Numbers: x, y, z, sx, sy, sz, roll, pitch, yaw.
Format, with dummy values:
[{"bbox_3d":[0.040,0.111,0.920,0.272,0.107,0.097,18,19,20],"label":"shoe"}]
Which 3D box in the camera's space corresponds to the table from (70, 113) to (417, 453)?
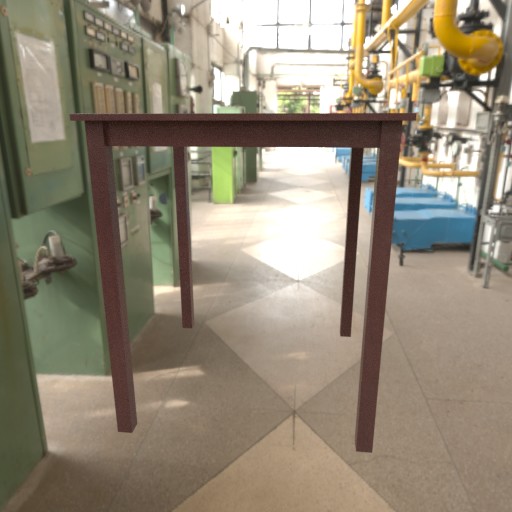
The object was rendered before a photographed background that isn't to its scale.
[{"bbox_3d":[0.000,0.000,1.640,0.861,0.991,0.861,2,17,6],"label":"table"}]
